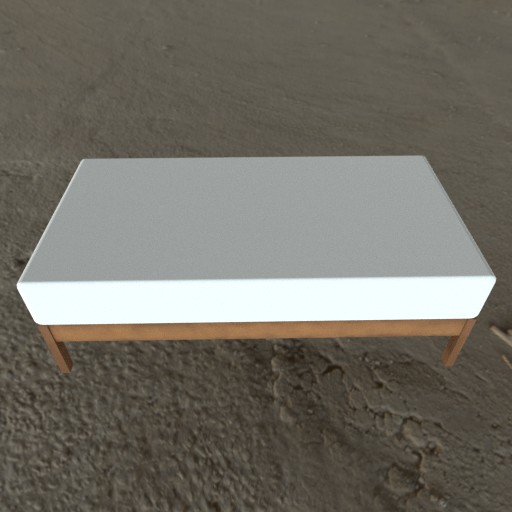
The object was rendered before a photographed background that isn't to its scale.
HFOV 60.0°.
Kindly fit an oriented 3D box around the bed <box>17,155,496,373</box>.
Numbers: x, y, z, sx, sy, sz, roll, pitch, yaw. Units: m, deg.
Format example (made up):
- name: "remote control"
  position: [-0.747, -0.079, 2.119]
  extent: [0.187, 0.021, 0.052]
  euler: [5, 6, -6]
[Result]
- name: "bed"
  position: [0.000, 0.000, 2.291]
  extent: [1.902, 0.616, 0.961]
  euler: [-1, 43, -1]
